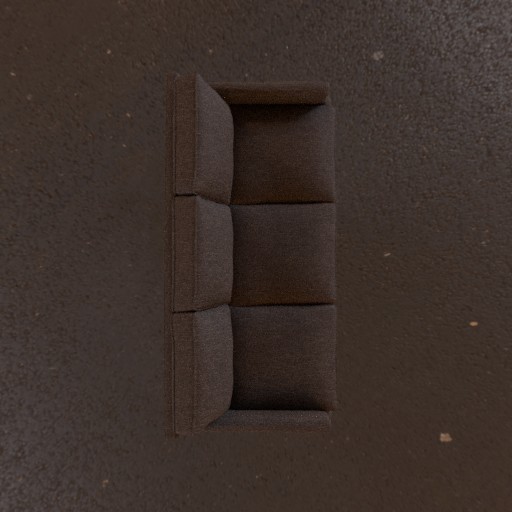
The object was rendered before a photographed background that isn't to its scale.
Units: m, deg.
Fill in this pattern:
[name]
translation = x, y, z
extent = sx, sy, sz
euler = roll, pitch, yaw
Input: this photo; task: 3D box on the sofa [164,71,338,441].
[sofa]
translation = 0.000, 0.000, 2.936
extent = 1.084, 1.003, 2.246
euler = 0, 88, -1
